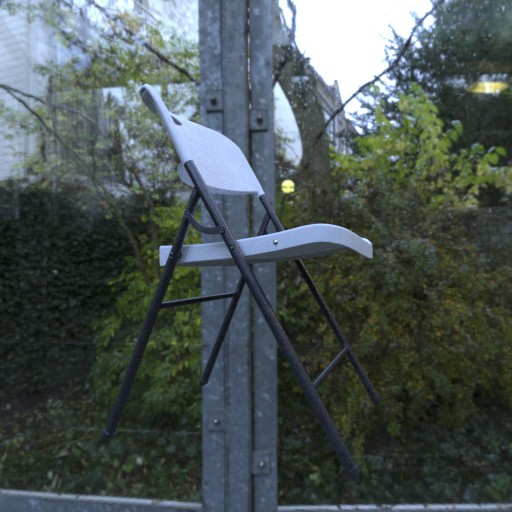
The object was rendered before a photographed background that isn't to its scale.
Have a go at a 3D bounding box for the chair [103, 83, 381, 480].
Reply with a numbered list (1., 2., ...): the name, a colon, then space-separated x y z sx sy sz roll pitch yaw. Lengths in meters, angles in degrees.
1. chair: 0.000 0.000 1.116 0.566 0.810 0.494 0 -1 20
